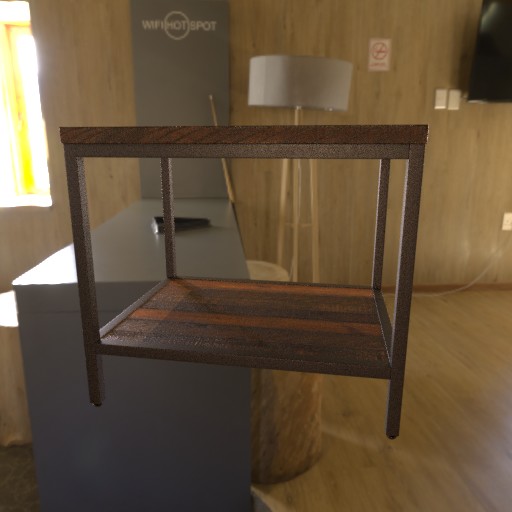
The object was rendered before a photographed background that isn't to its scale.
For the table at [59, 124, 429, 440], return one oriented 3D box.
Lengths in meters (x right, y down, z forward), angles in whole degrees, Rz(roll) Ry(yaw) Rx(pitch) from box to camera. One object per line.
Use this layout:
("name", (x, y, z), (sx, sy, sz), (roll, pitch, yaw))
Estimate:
("table", (0.000, 0.000, 1.119), (0.678, 0.612, 0.524), (3, 14, 10))
